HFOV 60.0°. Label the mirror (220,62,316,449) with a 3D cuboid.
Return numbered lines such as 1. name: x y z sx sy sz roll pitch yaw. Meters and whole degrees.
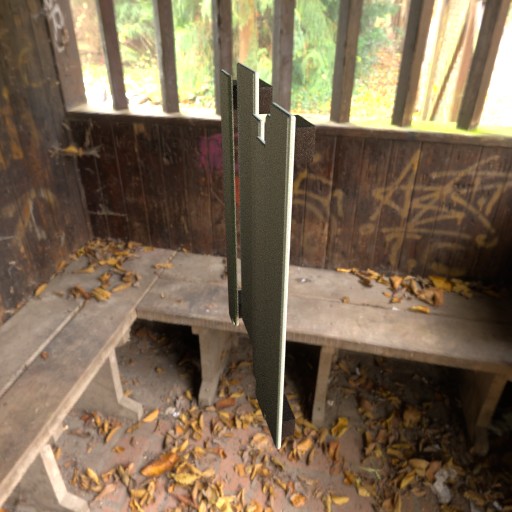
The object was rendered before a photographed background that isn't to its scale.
1. mirror: 0.000 0.000 0.790 0.058 0.611 0.445 -8 32 -14
